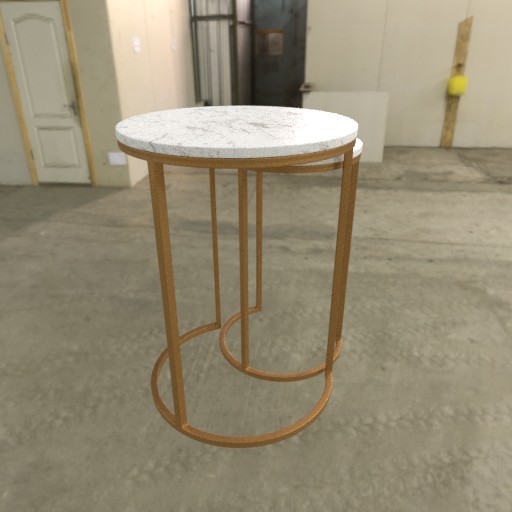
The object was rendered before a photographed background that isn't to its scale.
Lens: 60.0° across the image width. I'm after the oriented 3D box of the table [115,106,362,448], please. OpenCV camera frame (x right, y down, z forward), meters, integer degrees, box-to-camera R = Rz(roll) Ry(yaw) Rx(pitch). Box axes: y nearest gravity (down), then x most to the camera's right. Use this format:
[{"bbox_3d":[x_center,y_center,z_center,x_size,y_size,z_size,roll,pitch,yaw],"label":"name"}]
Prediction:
[{"bbox_3d":[0.000,0.000,0.912,0.400,0.550,0.507,18,31,32],"label":"table"}]
